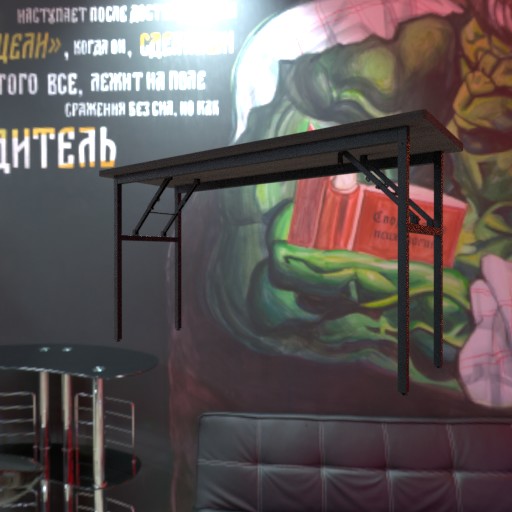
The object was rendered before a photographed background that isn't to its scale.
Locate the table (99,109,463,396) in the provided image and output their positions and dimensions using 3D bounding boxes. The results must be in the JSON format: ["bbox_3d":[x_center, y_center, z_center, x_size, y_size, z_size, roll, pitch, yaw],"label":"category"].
[{"bbox_3d":[0.000,0.000,1.720,1.399,0.750,0.449,0,0,36],"label":"table"}]
